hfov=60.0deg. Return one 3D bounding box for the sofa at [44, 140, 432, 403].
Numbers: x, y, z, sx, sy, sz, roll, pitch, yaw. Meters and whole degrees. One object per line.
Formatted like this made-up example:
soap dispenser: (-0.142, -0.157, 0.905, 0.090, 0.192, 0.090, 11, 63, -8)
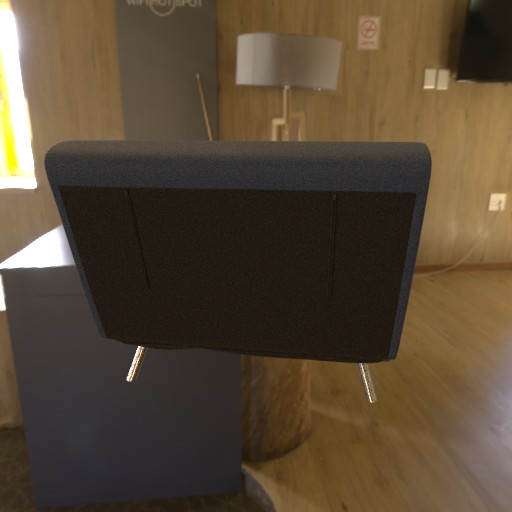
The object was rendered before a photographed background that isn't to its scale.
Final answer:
sofa: (0.000, 0.000, 1.653, 0.999, 0.860, 0.996, 2, 17, 8)
